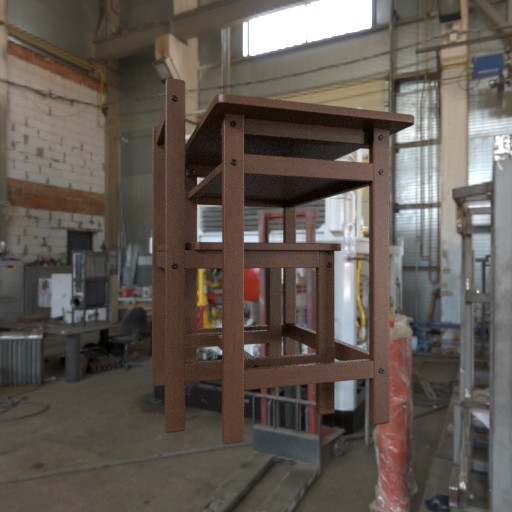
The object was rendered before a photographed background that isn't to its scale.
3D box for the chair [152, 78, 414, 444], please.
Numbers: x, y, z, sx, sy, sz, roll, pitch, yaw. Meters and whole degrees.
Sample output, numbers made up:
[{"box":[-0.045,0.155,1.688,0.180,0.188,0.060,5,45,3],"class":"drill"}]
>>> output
[{"box":[0.000,0.000,1.067,0.463,0.673,0.599,0,0,-17],"class":"chair"}]
